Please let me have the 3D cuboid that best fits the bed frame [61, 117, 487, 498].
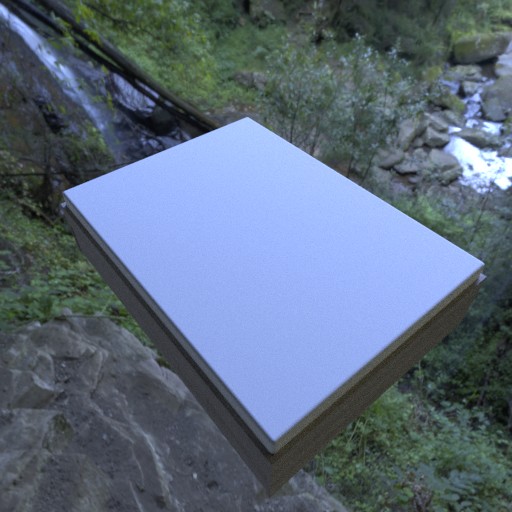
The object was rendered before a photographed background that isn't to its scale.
[{"bbox_3d":[0.000,0.000,2.569,1.448,0.490,1.944,-31,53,-26],"label":"bed frame"}]
